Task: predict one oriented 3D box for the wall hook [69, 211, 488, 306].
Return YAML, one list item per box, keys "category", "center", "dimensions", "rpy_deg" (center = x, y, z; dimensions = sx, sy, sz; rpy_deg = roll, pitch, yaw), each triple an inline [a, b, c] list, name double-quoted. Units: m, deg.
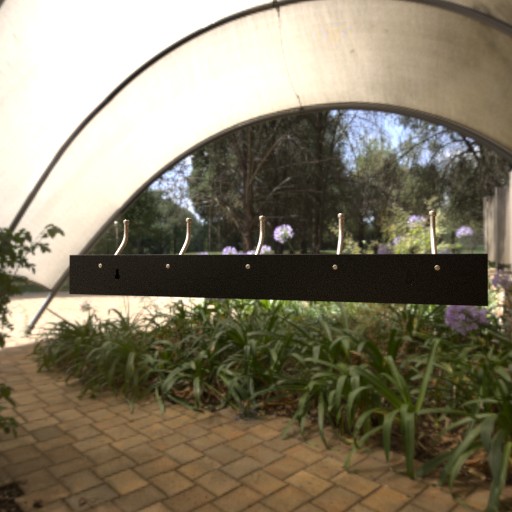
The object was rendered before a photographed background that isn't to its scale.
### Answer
- category: "wall hook"
  center: [0.000, 0.000, 0.620]
  dimensions: [0.571, 0.117, 0.071]
  rpy_deg: [0, 0, 17]
